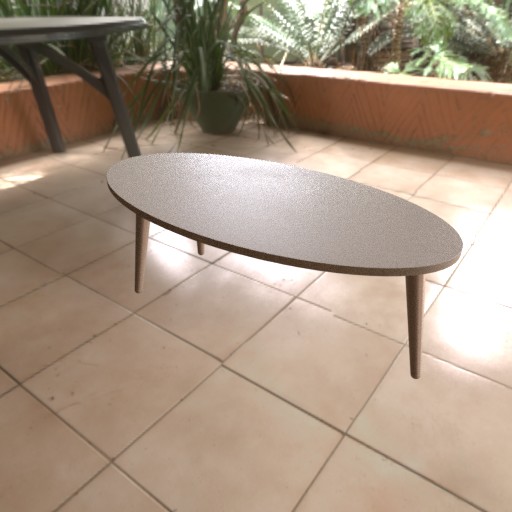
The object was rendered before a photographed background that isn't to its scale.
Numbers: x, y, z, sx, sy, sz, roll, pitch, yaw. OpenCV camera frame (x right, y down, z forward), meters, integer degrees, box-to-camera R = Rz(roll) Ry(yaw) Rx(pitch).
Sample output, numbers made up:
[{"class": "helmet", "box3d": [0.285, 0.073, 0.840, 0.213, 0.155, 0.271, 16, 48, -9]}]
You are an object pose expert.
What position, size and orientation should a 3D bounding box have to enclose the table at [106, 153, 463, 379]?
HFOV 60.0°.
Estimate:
[{"class": "table", "box3d": [0.000, 0.000, 1.320, 1.083, 0.390, 0.542, 20, 36, 30]}]
